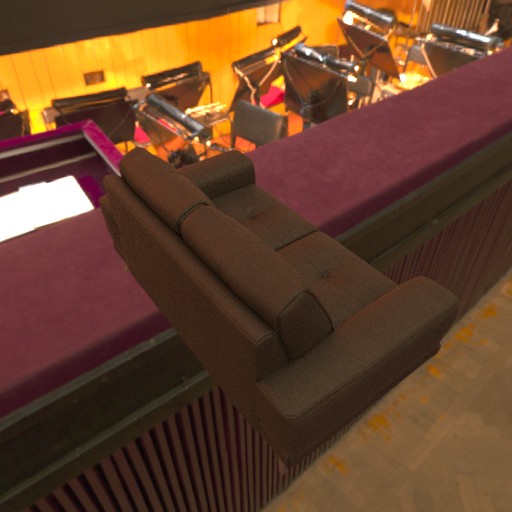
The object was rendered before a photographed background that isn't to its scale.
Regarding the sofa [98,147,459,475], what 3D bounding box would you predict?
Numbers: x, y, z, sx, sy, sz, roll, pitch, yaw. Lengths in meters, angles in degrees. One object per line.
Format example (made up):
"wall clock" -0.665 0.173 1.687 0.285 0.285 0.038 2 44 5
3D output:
"sofa" 0.000 0.000 2.338 1.018 0.907 1.806 -26 48 -27
